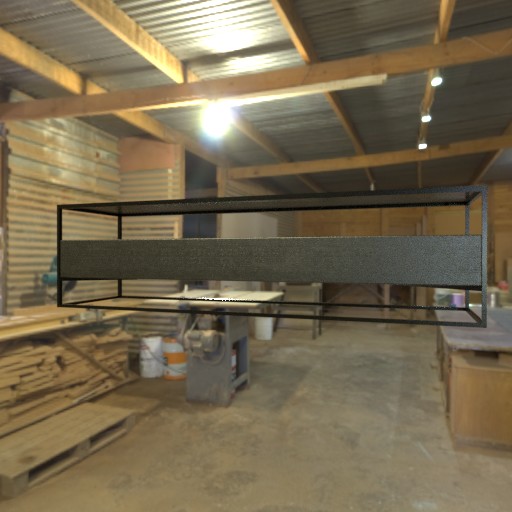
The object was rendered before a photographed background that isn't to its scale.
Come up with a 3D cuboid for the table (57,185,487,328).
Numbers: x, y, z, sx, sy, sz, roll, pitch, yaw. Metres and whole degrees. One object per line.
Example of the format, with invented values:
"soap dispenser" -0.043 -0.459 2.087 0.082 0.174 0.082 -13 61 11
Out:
"table" 0.000 0.000 1.654 1.486 0.395 0.399 0 0 19
